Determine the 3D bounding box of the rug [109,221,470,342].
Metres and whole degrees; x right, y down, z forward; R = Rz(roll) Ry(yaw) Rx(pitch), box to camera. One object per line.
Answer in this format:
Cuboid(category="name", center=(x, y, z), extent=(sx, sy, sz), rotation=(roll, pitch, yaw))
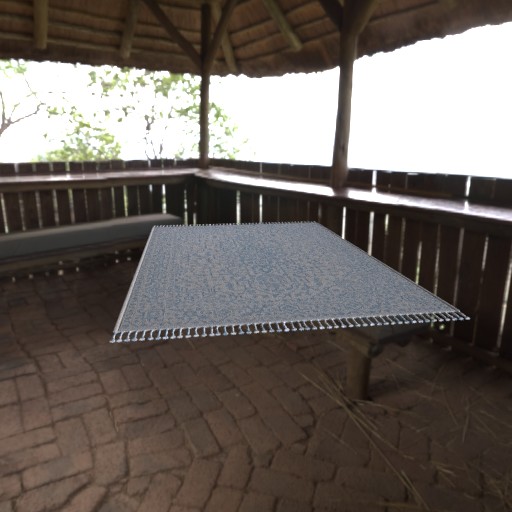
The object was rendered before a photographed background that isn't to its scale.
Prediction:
Cuboid(category="rug", center=(0.000, 0.000, 2.990), extent=(1.524, 0.010, 2.438), rotation=(-2, 15, -8))
